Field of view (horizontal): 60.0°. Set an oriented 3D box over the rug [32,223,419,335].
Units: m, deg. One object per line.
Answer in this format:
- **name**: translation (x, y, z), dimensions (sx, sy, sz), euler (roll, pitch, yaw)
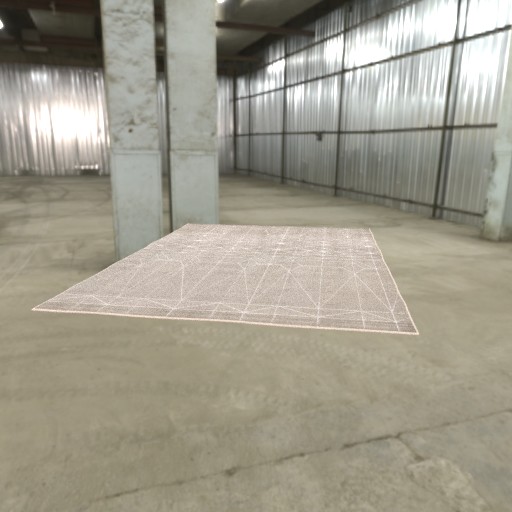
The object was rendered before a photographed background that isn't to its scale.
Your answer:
- **rug**: translation (0.000, 0.000, 4.320), dimensions (2.449, 0.019, 3.357), euler (2, 14, 9)
